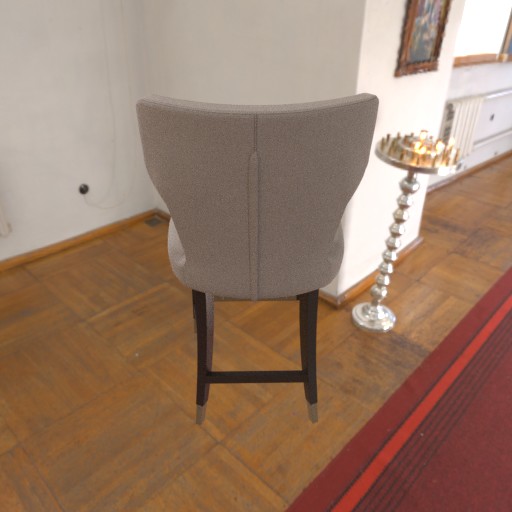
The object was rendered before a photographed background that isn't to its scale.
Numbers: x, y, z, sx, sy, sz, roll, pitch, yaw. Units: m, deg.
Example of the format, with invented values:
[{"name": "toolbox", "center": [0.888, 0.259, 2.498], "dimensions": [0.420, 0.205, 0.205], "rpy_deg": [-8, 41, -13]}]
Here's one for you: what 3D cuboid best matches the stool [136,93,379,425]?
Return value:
[{"name": "stool", "center": [0.000, 0.000, 1.329], "dimensions": [0.527, 0.982, 0.563], "rpy_deg": [0, 30, -1]}]
